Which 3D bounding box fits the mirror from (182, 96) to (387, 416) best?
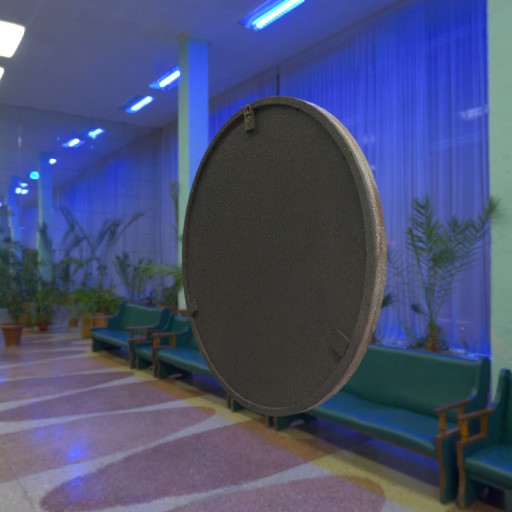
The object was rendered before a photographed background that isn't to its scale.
[{"bbox_3d":[0.000,0.000,1.032,0.038,0.710,0.710,0,-1,-36],"label":"mirror"}]
